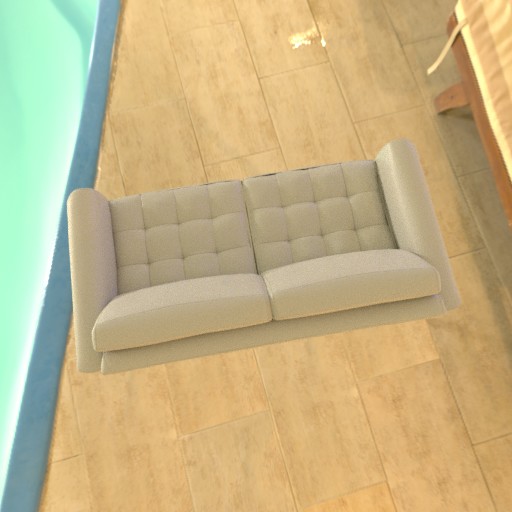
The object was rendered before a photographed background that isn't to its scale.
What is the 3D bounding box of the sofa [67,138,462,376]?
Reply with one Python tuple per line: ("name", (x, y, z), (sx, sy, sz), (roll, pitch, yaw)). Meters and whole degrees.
("sofa", (0.000, 0.000, 2.687), (2.177, 0.930, 1.121), (-9, 76, -2))
